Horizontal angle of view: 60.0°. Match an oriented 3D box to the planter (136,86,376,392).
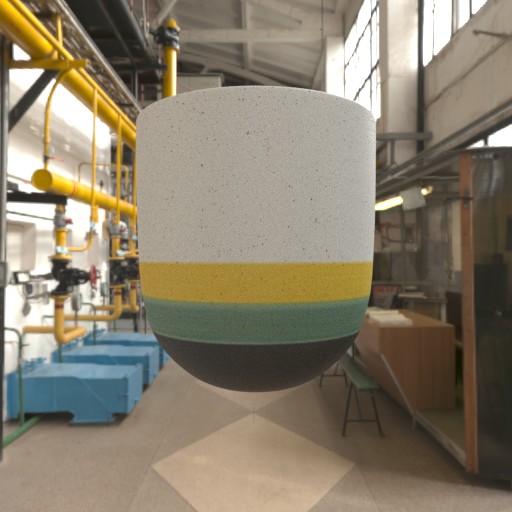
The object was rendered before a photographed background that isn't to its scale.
[{"bbox_3d":[0.000,0.000,0.374,0.195,0.214,0.195,0,0,0],"label":"planter"}]
